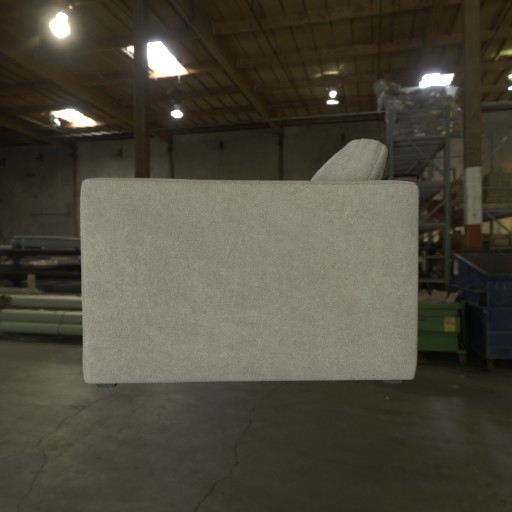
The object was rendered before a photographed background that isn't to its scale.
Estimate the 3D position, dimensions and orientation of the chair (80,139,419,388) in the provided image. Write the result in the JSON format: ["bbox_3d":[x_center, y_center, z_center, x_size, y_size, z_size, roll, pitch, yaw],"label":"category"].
[{"bbox_3d":[0.000,0.000,1.930,1.091,0.845,1.190,0,1,1],"label":"chair"}]
